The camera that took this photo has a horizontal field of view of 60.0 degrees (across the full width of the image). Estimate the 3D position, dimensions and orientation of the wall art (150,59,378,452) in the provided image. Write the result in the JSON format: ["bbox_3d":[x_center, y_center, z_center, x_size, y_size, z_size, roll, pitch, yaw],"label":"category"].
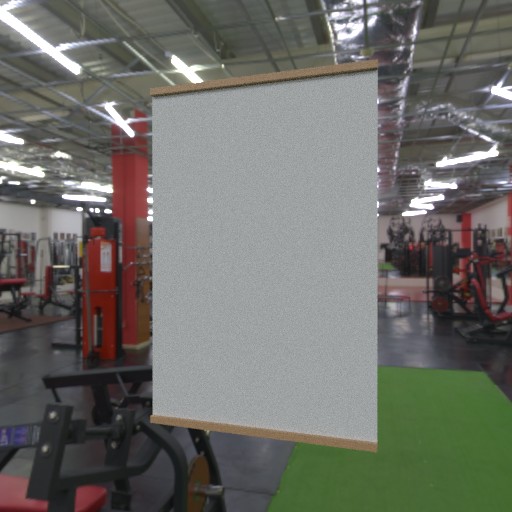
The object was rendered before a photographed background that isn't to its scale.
[{"bbox_3d":[0.000,0.000,0.632,0.335,0.510,0.013,0,0,18],"label":"wall art"}]
